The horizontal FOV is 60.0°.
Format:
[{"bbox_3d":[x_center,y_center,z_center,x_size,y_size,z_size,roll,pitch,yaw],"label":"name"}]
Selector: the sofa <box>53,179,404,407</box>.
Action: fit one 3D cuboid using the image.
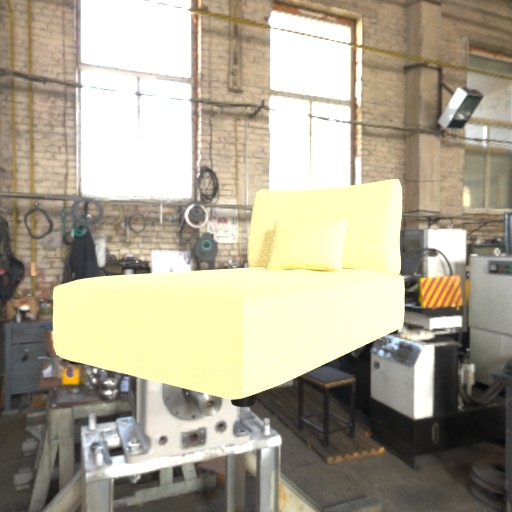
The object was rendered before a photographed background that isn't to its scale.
[{"bbox_3d":[0.000,0.000,2.029,0.930,0.820,1.450,1,1,35],"label":"sofa"}]
